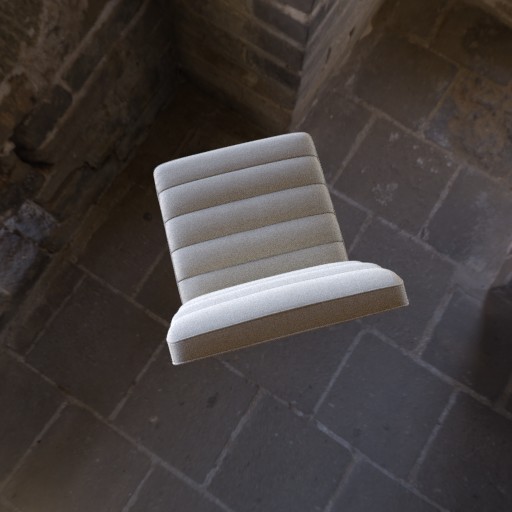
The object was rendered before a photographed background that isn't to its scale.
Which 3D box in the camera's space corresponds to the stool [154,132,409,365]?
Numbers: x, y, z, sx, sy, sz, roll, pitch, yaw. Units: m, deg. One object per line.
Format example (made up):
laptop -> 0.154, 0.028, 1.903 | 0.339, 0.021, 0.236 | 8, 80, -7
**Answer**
stool -> 0.000, 0.000, 1.347 | 0.460, 1.040, 0.560 | -14, 76, -3
